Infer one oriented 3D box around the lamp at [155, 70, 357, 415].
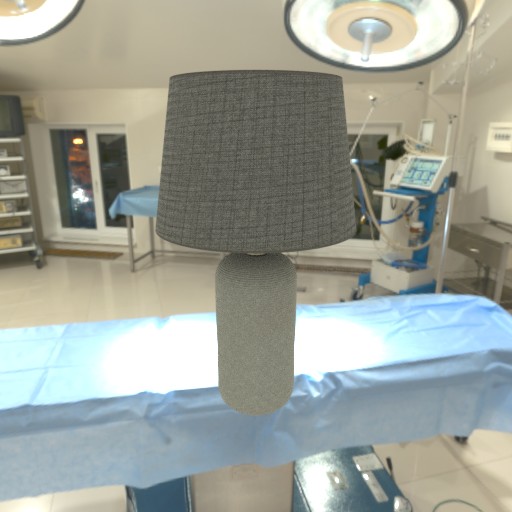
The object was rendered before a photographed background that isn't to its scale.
[{"bbox_3d":[0.000,0.000,0.578,0.251,0.429,0.251,0,17,0],"label":"lamp"}]
